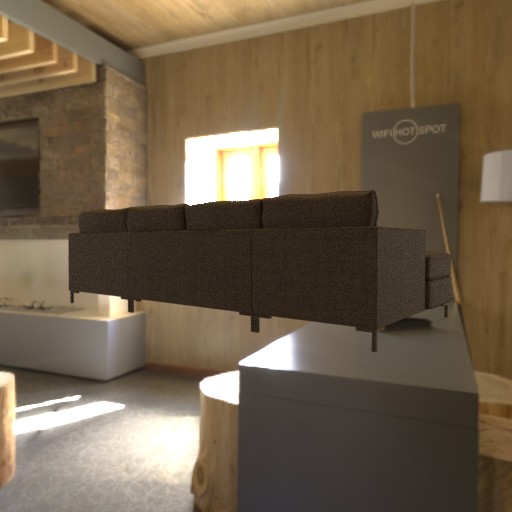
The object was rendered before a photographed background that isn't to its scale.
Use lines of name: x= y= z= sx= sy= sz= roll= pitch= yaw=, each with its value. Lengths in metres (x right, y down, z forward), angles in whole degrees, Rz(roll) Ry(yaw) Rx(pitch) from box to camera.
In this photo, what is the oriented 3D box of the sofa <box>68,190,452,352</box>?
sofa: x=0.000 y=0.000 z=4.376 sx=3.423 sy=0.999 sz=2.048 roll=1 pitch=2 yaw=38
